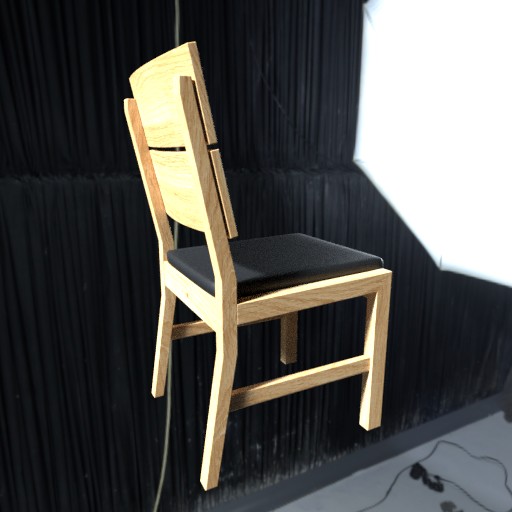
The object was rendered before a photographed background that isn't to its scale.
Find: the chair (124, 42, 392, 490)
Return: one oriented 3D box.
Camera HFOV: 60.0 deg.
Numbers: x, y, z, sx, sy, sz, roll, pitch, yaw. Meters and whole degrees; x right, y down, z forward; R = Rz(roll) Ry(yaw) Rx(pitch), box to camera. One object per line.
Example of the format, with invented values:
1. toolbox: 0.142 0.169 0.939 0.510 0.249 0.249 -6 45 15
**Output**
1. chair: 0.000 0.000 1.224 0.569 0.950 0.475 -7 15 -27
